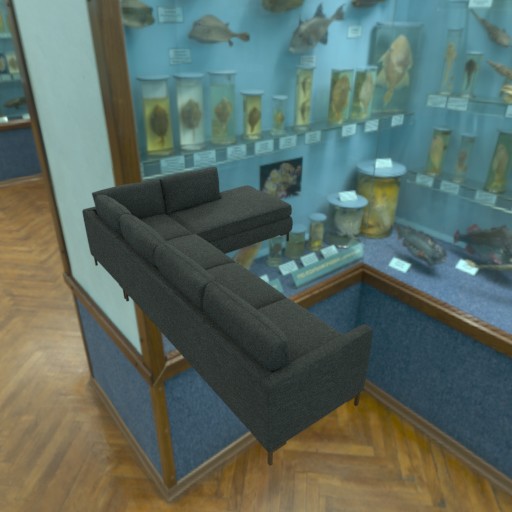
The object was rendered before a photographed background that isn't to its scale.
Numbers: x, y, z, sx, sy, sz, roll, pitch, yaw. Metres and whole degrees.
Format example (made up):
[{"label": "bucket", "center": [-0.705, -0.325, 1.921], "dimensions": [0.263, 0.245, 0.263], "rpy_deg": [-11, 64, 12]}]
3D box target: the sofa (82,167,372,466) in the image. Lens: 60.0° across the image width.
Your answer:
[{"label": "sofa", "center": [0.000, 0.000, 3.834], "dimensions": [2.007, 0.815, 2.949], "rpy_deg": [-20, 34, -32]}]
